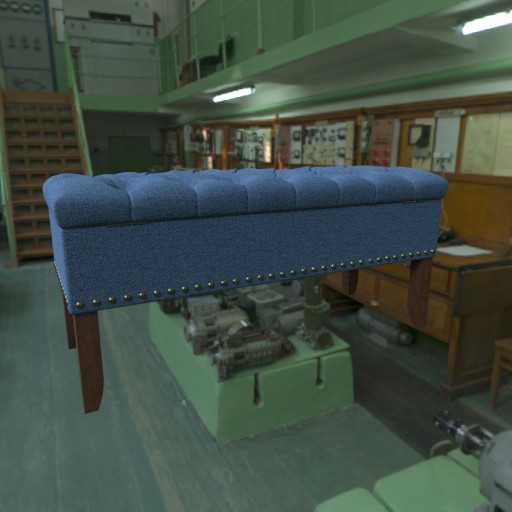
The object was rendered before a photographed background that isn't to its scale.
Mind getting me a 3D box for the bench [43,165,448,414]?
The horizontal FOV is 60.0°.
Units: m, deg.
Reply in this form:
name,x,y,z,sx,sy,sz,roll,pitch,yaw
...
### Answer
name,x,y,z,sx,sy,sz,roll,pitch,yaw
bench,0.000,0.000,1.268,1.052,0.492,0.417,-7,16,-27
